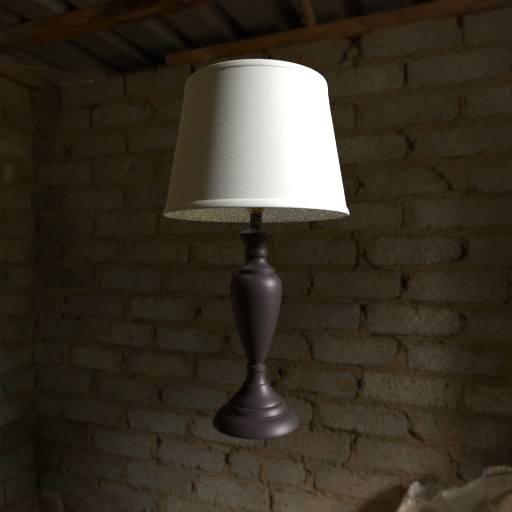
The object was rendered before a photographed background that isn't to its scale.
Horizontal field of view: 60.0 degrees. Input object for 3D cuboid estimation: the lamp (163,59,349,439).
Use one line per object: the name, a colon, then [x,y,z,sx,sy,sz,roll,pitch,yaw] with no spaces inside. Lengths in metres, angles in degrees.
lamp: [0.000,0.000,0.815,0.335,0.611,0.335,0,1,0]
